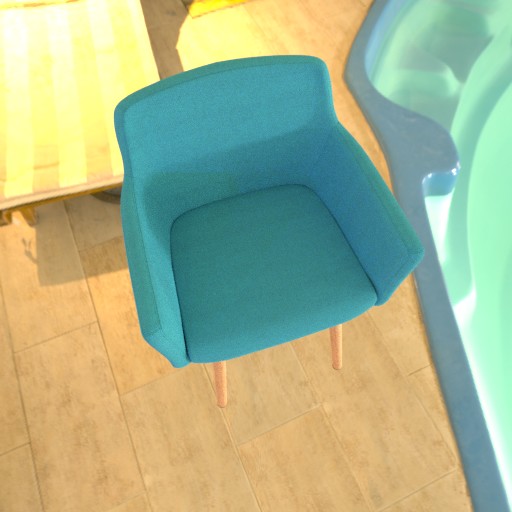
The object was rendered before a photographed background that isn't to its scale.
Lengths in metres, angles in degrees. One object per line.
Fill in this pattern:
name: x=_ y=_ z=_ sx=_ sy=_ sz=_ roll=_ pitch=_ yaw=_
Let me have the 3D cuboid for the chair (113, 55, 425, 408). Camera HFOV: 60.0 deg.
chair: x=0.000 y=0.000 z=1.139 sx=0.570 sy=0.780 sz=0.540 roll=-16 pitch=63 yaw=-8
